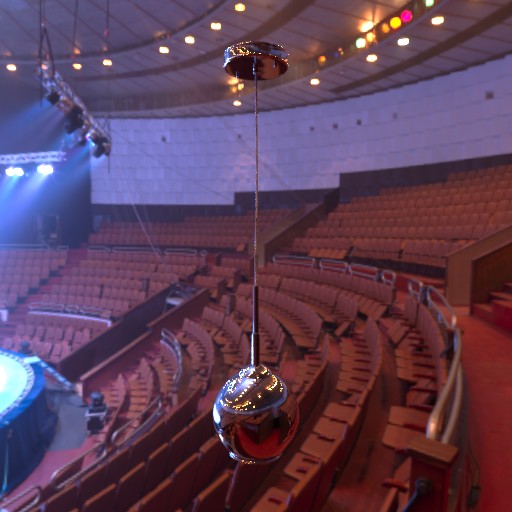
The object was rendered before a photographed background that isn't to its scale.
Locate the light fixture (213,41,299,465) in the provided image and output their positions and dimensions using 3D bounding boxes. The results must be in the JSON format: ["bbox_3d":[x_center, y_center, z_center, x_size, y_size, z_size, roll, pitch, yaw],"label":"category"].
[{"bbox_3d":[0.000,0.000,1.721,0.336,1.538,0.336,1,1,35],"label":"light fixture"}]
